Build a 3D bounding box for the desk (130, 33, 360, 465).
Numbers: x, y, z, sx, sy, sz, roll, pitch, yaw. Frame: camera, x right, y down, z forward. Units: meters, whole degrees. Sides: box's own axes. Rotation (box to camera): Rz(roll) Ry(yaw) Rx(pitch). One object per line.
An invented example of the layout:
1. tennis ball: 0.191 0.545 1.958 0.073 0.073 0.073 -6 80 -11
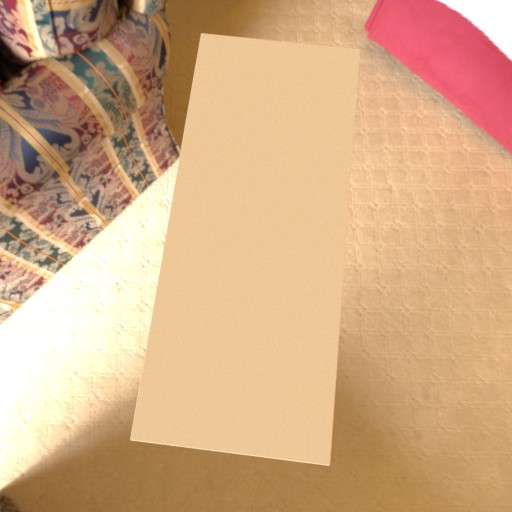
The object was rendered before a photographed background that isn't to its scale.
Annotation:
1. desk: 0.000 0.000 1.597 0.504 0.762 1.191 7 76 2
